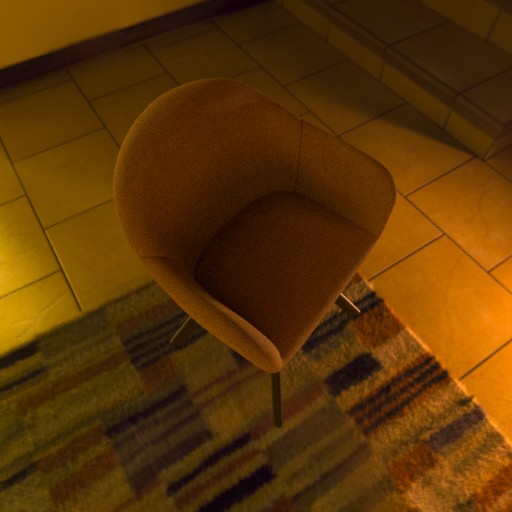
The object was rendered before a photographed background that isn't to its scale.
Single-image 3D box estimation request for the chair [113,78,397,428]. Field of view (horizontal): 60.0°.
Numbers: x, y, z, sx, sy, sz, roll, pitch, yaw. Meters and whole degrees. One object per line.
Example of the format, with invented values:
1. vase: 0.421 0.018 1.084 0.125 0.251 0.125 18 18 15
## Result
1. chair: 0.000 0.000 1.202 0.550 0.795 0.590 32 62 20
